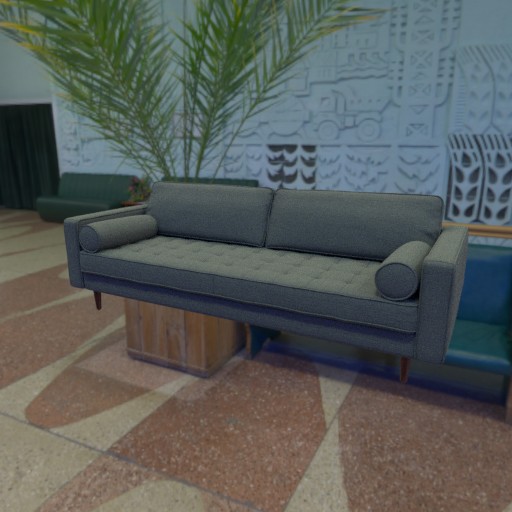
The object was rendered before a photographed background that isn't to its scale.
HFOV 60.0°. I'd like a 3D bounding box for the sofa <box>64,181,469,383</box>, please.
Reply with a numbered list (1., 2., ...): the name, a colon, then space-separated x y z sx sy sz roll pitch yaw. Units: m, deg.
1. sofa: 0.000 0.000 2.598 2.198 0.762 0.914 7 16 27
